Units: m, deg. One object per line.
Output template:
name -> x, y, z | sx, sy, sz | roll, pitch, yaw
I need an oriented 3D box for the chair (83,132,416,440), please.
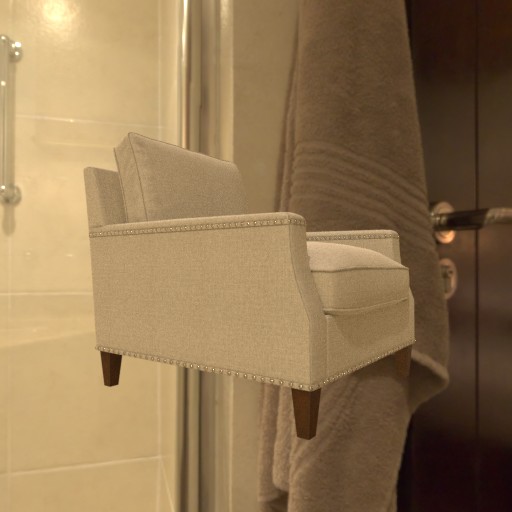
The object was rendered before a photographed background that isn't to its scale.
chair -> 0.000, 0.000, 1.709 | 1.014, 0.943, 0.853 | -1, -1, 36
